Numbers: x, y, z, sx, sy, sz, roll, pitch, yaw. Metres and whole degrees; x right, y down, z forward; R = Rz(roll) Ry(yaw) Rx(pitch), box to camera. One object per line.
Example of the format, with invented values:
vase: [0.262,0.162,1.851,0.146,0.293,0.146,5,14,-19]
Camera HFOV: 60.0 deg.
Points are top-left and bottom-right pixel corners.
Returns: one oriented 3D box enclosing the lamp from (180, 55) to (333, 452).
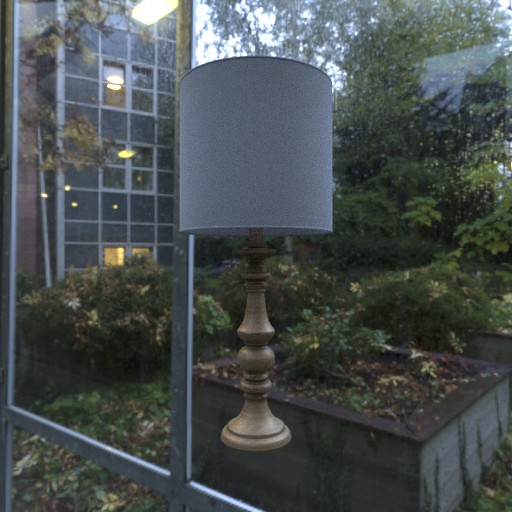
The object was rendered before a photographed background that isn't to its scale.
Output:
lamp: [0.000,0.000,0.735,0.250,0.597,0.250,0,0,-35]
